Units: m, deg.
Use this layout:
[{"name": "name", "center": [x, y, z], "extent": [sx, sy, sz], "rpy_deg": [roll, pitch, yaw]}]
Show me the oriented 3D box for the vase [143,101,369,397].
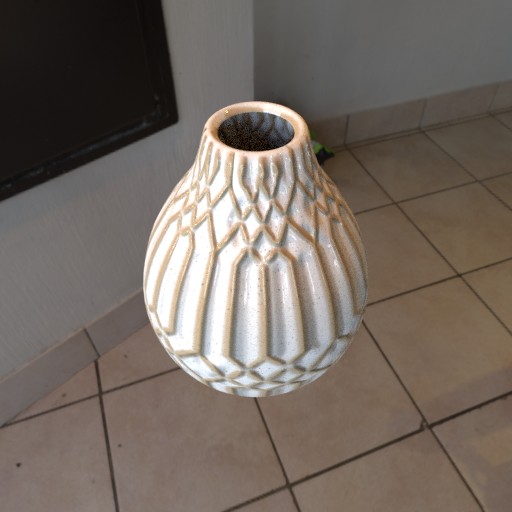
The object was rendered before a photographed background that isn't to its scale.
[{"name": "vase", "center": [0.000, 0.000, 0.303], "extent": [0.159, 0.200, 0.159], "rpy_deg": [0, 47, 0]}]
